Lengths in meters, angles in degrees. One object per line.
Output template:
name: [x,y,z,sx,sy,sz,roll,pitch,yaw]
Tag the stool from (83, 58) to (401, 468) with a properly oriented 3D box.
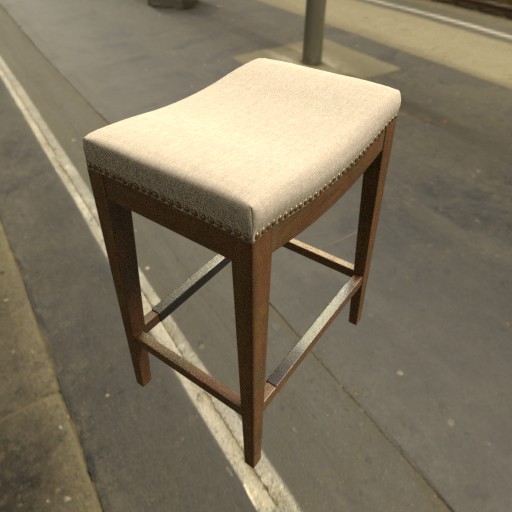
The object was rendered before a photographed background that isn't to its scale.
stool: [0.000,0.000,0.952,0.356,0.660,0.508,25,47,26]
